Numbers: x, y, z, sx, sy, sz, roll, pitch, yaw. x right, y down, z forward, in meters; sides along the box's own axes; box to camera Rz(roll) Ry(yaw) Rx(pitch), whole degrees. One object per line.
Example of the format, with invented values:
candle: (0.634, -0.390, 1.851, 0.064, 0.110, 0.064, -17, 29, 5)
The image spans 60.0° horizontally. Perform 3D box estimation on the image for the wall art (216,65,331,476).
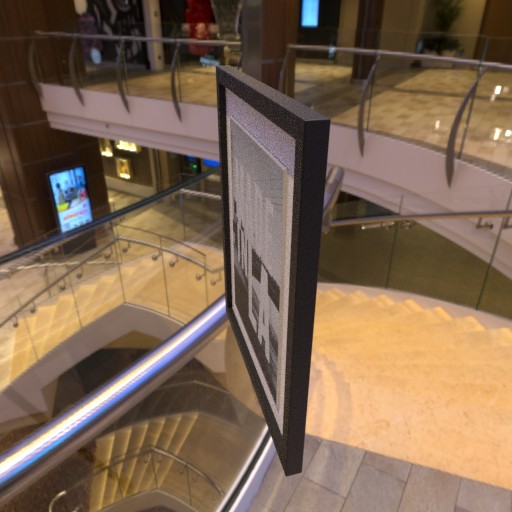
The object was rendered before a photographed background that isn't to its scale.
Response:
wall art: (0.000, 0.000, 0.765, 0.028, 0.559, 0.457, -8, 31, -13)
